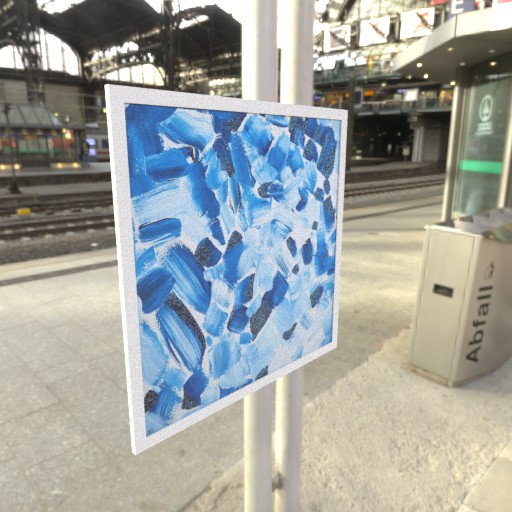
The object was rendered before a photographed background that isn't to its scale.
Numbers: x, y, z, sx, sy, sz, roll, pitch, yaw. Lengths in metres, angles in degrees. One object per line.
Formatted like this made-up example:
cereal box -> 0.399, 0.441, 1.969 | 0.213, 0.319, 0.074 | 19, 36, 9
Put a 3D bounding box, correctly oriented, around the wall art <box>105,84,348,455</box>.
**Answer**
wall art -> 0.000, 0.000, 1.222 | 0.015, 0.812, 0.812 | 13, 19, 43
